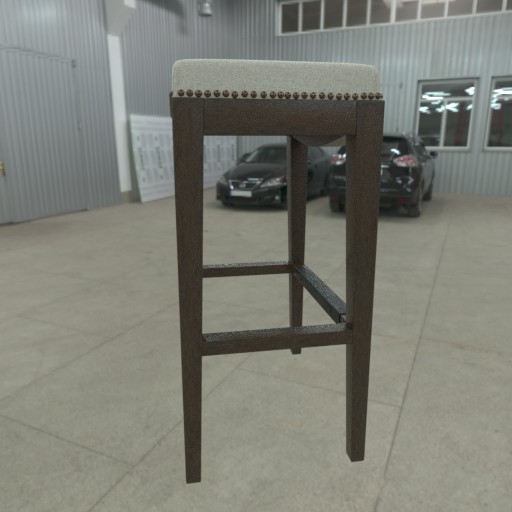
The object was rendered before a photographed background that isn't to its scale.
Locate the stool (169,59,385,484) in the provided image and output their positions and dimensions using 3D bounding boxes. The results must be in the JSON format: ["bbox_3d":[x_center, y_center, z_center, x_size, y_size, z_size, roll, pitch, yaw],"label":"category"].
[{"bbox_3d":[0.000,0.000,1.010,0.358,0.759,0.498,-3,15,-10],"label":"stool"}]
